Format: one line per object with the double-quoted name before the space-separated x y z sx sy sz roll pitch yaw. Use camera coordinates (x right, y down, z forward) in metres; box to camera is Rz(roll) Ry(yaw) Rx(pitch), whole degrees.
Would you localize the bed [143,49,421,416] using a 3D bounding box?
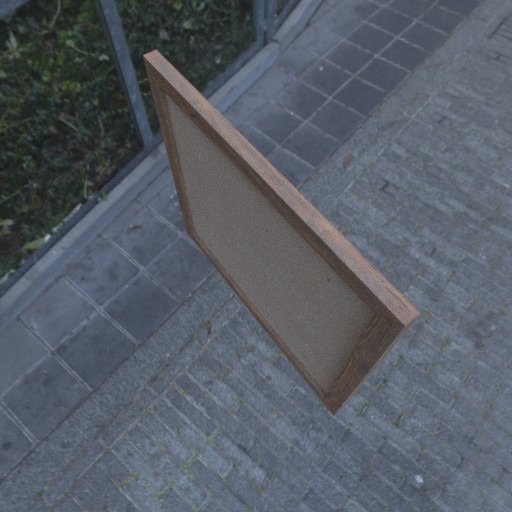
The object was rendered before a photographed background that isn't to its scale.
"bed" 0.000 0.000 1.498 0.046 0.942 1.046 -33 65 -17
